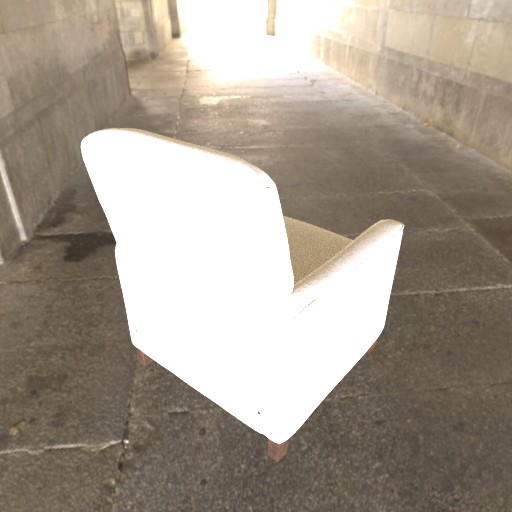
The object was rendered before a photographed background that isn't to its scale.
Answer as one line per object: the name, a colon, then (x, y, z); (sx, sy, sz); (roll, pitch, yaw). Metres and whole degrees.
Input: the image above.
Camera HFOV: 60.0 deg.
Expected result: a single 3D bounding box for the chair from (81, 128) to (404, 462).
chair: (0.000, 0.000, 1.658); (0.841, 1.028, 0.858); (23, 38, 33)
